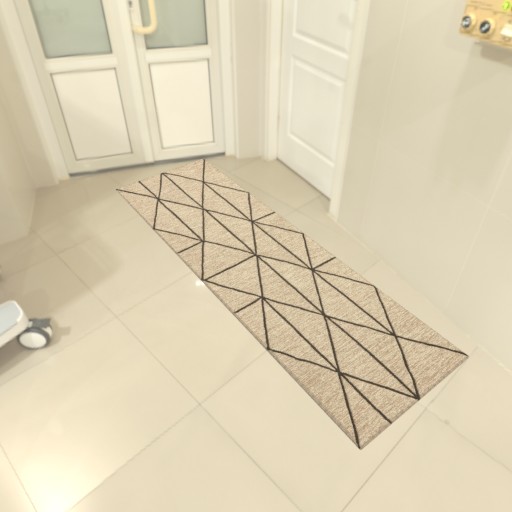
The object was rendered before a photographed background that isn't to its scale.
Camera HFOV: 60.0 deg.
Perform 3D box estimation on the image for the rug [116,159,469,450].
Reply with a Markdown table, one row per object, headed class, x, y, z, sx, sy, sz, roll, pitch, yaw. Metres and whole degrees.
| class | x | y | z | sx | sy | sz | roll | pitch | yaw |
| --- | --- | --- | --- | --- | --- | --- | --- | --- | --- |
| rug | 0.000 | 0.000 | 2.714 | 0.762 | 0.012 | 2.438 | -26 | 48 | -27 |
